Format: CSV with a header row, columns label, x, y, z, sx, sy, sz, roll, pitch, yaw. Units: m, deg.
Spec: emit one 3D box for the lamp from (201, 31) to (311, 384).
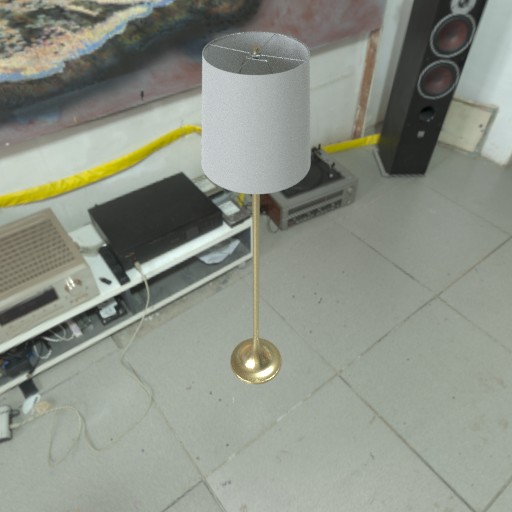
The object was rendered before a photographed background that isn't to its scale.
label,x,y,z,sx,sy,sz,roll,pitch,yaw
lamp,0.000,0.000,1.686,0.337,1.543,0.337,0,47,0
